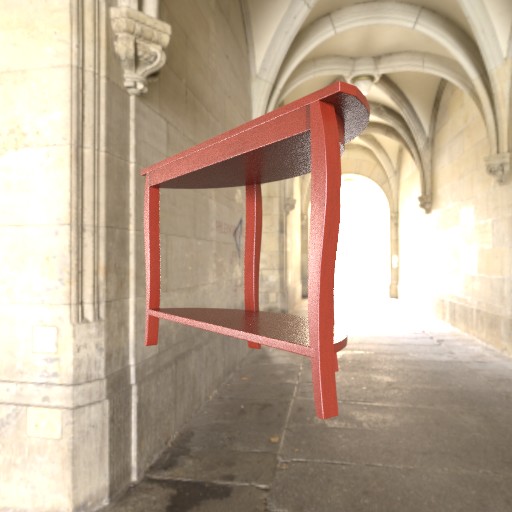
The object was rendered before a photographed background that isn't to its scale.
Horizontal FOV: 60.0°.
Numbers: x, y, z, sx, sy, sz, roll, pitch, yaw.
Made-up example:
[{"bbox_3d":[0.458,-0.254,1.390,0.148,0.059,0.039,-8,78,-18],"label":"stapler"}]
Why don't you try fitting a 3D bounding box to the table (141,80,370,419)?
[{"bbox_3d":[0.000,0.000,1.608,0.405,0.779,1.219,0,-1,-35],"label":"table"}]
